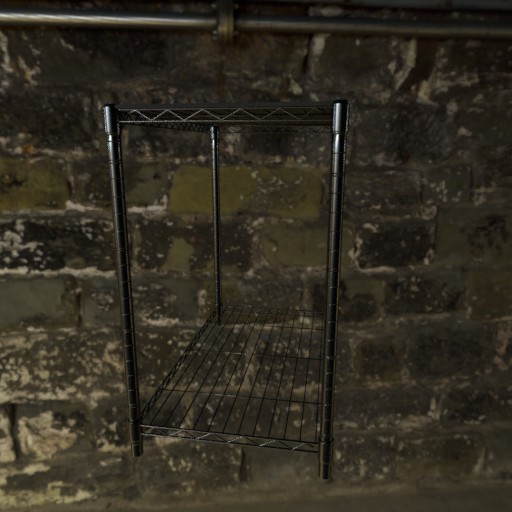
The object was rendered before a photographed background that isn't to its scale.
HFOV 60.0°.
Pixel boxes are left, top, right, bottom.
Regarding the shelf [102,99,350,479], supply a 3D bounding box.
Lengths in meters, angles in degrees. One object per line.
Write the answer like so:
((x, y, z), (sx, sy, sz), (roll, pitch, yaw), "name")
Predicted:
((0.000, 0.000, 0.929), (0.338, 0.564, 0.589), (2, 14, 9), "shelf")
